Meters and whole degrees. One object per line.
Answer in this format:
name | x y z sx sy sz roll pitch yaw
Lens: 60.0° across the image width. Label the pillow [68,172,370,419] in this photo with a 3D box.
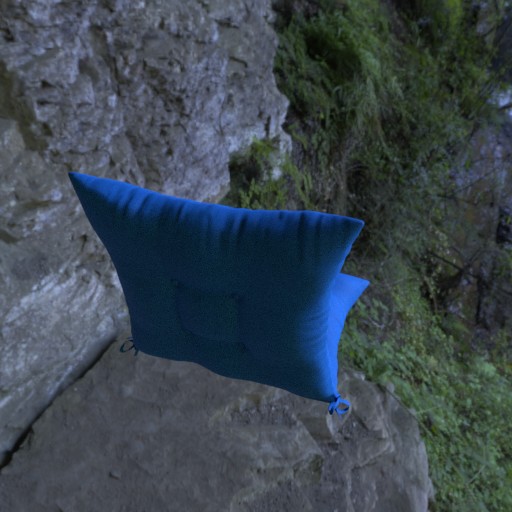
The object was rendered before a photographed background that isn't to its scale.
pillow | 0.000 0.000 1.025 0.541 0.536 0.585 11 35 17
